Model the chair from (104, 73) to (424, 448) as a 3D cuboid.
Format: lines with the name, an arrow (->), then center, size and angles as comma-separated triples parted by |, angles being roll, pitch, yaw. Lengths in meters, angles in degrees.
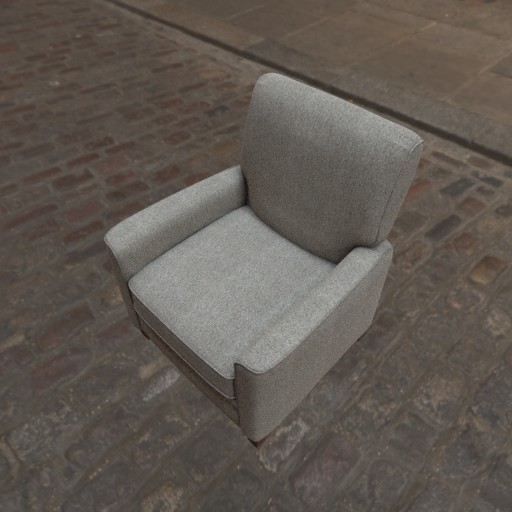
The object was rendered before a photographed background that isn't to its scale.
chair -> 0.000, 0.000, 1.693 | 0.841, 1.028, 0.858 | 35, 56, 29
